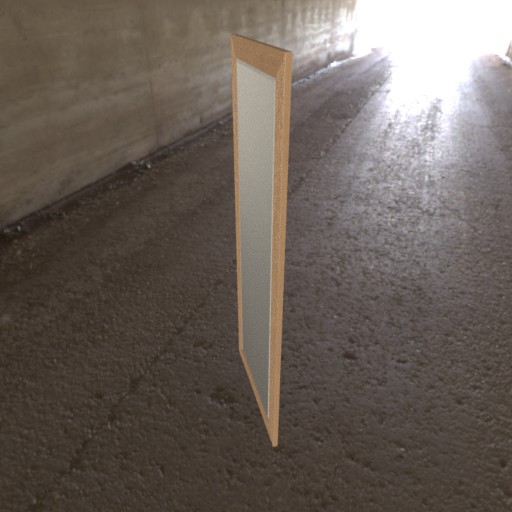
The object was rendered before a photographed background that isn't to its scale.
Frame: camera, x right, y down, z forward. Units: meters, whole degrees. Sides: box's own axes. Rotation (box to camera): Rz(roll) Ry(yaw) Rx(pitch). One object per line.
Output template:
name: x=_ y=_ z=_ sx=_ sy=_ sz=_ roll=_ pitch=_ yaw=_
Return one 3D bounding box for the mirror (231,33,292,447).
mirror: x=0.000 y=0.000 z=2.320 sx=0.026 sy=2.031 sz=0.812 roll=-8 pitch=32 yaw=-13
